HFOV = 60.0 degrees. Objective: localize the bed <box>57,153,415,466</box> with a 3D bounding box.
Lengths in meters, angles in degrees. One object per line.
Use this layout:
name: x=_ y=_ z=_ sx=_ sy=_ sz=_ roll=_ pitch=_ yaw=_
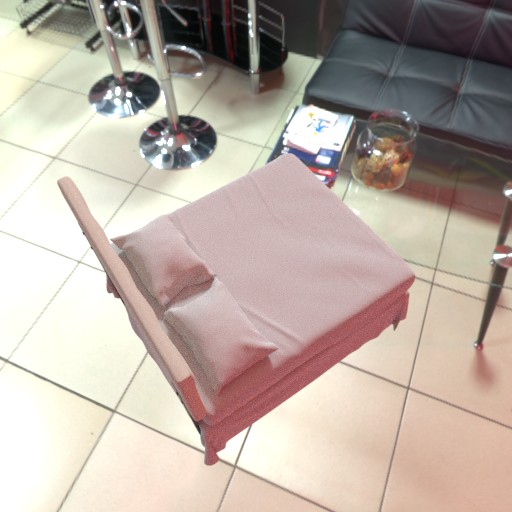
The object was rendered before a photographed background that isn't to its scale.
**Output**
bed: x=0.000 y=0.000 z=3.487 sx=2.222 sy=1.577 sz=1.936 roll=-30 pitch=62 yaw=-18
